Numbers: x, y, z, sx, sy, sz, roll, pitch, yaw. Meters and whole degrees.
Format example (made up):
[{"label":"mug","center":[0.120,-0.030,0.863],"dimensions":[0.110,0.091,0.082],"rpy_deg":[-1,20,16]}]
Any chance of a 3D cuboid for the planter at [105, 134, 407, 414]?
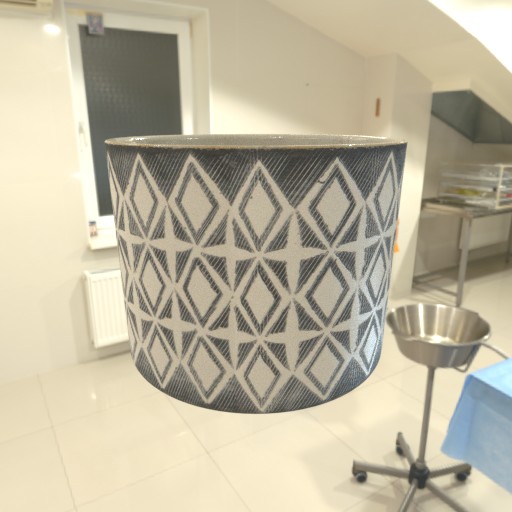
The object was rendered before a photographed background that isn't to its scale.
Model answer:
[{"label":"planter","center":[0.000,0.000,0.320],"dimensions":[0.192,0.165,0.192],"rpy_deg":[0,17,0]}]
